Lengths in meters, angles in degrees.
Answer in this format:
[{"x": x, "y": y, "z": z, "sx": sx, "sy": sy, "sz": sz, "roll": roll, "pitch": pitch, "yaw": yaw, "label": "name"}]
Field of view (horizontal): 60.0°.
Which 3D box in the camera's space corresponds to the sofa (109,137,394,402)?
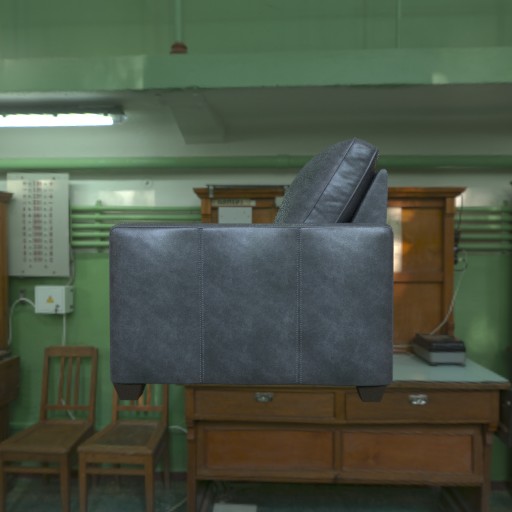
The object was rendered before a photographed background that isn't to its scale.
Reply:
[{"x": 0.000, "y": 0.000, "z": 2.284, "sx": 0.939, "sy": 0.916, "sz": 1.732, "roll": 0, "pitch": 2, "yaw": 1, "label": "sofa"}]
